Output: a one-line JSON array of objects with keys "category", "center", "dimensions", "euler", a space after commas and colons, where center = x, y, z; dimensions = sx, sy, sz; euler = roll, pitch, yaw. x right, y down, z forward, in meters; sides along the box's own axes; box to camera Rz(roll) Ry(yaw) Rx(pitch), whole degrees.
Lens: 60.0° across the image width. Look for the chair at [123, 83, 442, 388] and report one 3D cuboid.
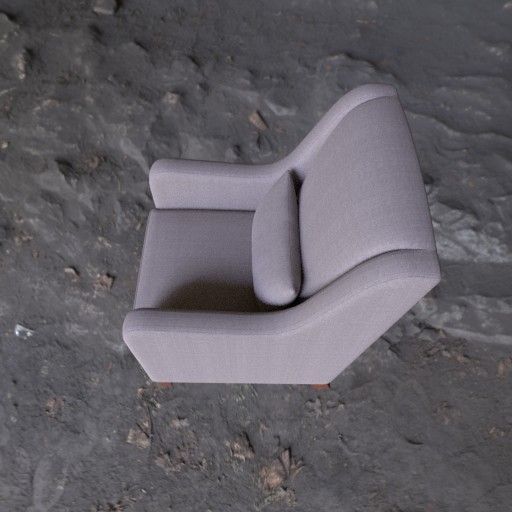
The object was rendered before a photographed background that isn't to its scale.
[{"category": "chair", "center": [0.000, 0.000, 1.619], "dimensions": [0.890, 1.017, 0.715], "euler": [0, 58, 0]}]
